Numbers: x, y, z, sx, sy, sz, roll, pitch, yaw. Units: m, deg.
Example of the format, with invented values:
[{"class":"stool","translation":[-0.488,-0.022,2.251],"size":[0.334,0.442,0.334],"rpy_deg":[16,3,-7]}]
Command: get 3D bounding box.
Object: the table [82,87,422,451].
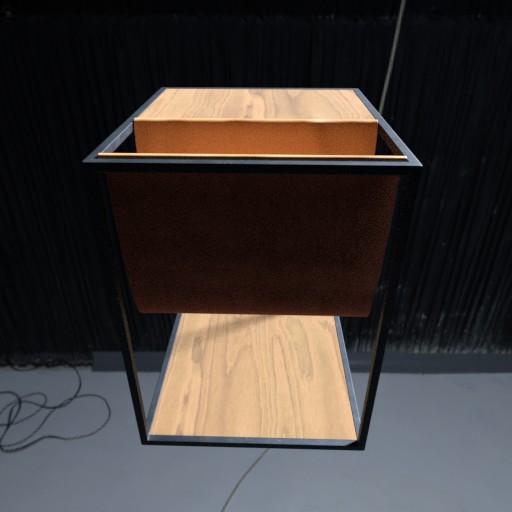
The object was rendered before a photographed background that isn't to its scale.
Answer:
[{"class":"table","translation":[0.000,0.000,0.846],"size":[0.399,0.536,0.450],"rpy_deg":[1,31,1]}]
